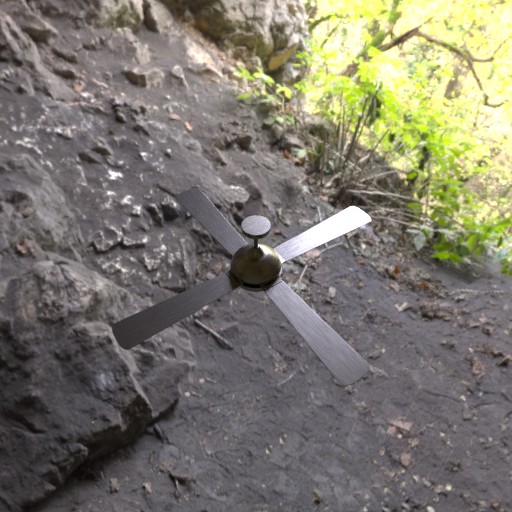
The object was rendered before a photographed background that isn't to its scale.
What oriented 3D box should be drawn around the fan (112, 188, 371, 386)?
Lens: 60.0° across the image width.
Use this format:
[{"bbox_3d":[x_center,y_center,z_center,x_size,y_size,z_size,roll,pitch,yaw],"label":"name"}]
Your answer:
[{"bbox_3d":[0.000,0.000,2.013,1.321,0.381,1.321,-10,47,-10],"label":"fan"}]
